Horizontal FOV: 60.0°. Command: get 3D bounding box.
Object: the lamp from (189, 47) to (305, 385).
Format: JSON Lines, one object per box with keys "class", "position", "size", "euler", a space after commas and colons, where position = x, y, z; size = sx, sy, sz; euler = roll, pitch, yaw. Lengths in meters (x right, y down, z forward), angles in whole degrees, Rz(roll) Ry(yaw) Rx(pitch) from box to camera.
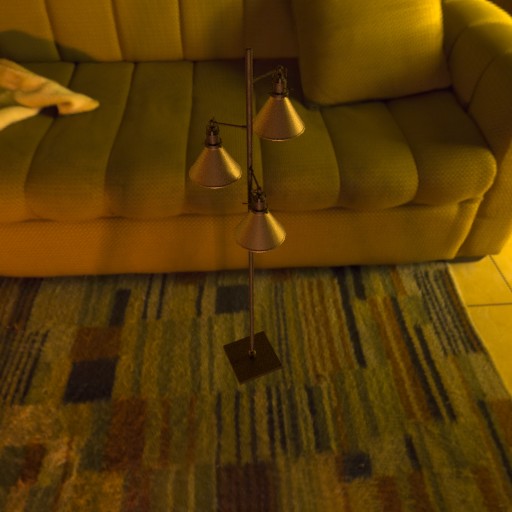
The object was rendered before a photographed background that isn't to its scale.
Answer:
{"class": "lamp", "position": [0.000, 0.000, 1.899], "size": [0.428, 1.716, 0.415], "euler": [-18, 49, -16]}
